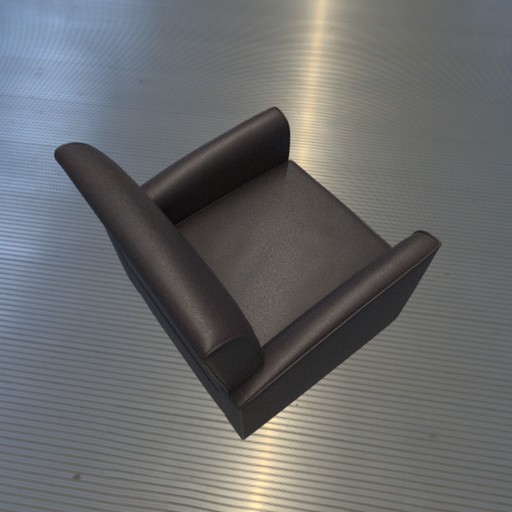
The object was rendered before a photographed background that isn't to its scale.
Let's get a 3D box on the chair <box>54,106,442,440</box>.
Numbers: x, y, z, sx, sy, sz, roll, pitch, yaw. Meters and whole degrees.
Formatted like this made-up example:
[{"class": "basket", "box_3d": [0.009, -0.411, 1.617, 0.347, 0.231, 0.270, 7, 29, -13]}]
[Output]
[{"class": "chair", "box_3d": [0.000, 0.000, 1.521, 0.819, 0.916, 0.820, -32, 62, -20]}]
